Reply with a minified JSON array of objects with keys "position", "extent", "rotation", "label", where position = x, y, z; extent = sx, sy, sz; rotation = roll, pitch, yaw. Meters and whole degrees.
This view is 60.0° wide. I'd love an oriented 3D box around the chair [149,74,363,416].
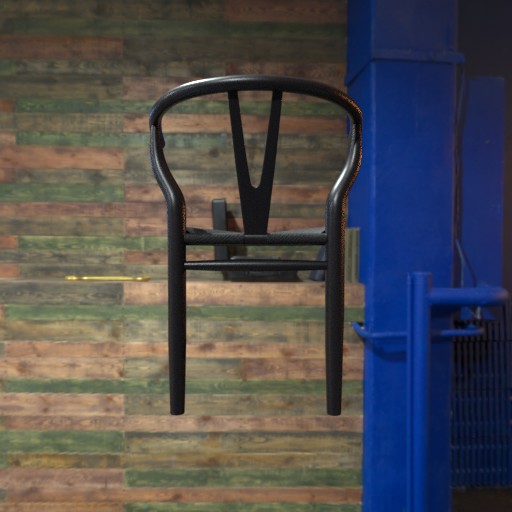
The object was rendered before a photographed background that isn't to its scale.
[{"position":[0.000,0.000,1.164],"extent":[0.569,0.730,0.579],"rotation":[0,1,0],"label":"chair"}]
